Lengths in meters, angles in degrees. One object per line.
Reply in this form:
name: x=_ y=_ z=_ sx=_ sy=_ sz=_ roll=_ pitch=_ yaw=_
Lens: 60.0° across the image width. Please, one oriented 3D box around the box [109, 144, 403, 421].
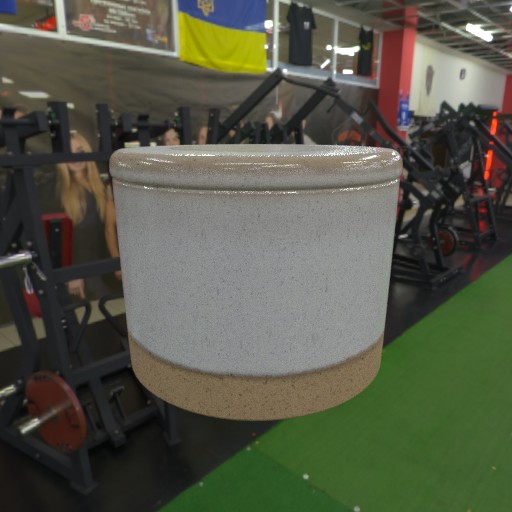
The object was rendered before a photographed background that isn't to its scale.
box: x=0.000 y=0.000 z=0.259 sx=0.154 sy=0.123 sz=0.154 roll=0 pitch=16 yaw=0
